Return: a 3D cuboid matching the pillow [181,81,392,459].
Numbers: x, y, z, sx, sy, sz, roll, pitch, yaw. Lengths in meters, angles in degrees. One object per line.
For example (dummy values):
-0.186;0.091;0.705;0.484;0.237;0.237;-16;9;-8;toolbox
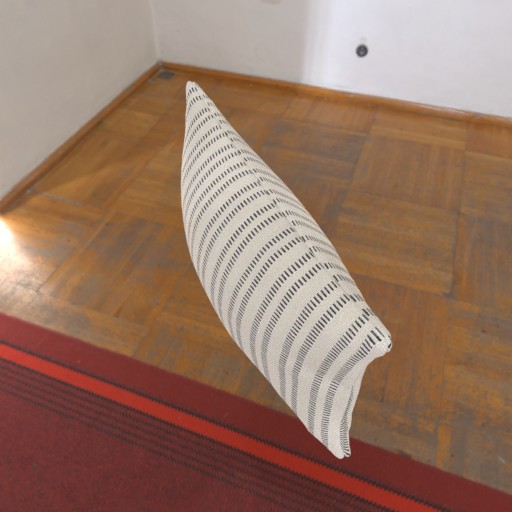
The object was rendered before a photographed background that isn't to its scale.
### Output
0.000;0.000;0.776;0.210;0.353;0.640;-19;51;-16;pillow
